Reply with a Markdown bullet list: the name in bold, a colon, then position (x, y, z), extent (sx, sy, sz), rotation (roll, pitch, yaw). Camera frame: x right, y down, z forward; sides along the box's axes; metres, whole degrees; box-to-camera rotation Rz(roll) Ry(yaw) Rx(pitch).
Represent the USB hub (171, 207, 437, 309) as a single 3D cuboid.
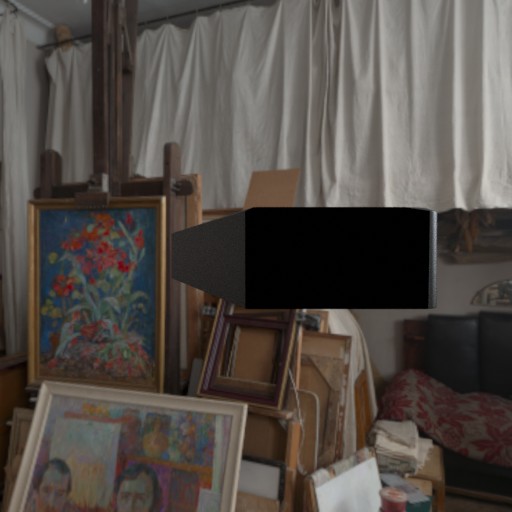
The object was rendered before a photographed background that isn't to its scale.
- **USB hub**: position (0.000, 0.000, 0.163), extent (0.044, 0.023, 0.145), rotation (0, 0, -18)
